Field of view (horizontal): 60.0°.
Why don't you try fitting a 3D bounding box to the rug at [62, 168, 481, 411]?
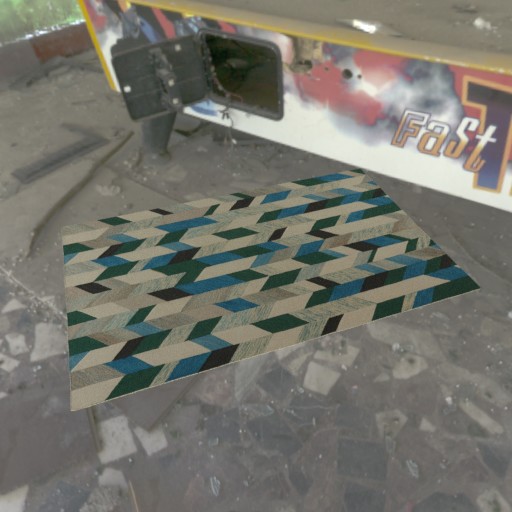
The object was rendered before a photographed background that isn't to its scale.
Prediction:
[{"bbox_3d":[0.000,0.000,2.963,2.433,0.007,1.507,-13,44,-14],"label":"rug"}]
